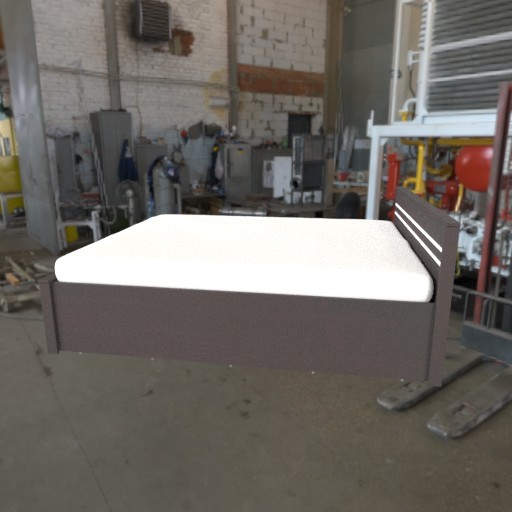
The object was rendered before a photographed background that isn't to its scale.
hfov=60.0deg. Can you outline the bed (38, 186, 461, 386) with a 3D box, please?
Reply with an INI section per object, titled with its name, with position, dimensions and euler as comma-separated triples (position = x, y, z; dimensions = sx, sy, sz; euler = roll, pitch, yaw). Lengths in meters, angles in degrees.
[bed]
position = 0.000, 0.000, 3.000
dimensions = 2.103, 0.808, 1.634
euler = 2, 15, 9
